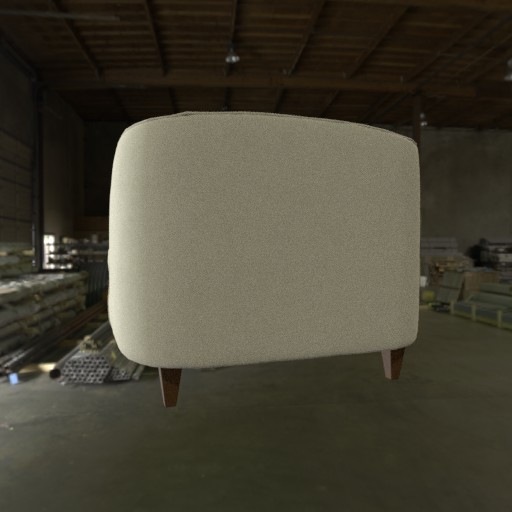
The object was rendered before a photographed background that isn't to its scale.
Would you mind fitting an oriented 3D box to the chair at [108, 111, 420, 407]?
[{"bbox_3d":[0.000,0.000,1.756,1.104,0.852,0.941,-1,2,-20],"label":"chair"}]
